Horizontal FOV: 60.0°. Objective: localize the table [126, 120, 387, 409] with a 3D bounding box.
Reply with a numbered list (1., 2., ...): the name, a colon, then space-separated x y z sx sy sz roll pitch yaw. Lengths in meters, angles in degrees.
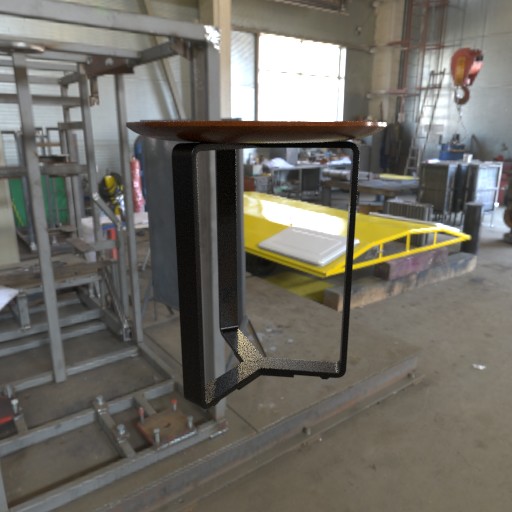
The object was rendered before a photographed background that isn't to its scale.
1. table: 0.000 0.000 0.782 0.410 0.450 0.380 2 16 8
